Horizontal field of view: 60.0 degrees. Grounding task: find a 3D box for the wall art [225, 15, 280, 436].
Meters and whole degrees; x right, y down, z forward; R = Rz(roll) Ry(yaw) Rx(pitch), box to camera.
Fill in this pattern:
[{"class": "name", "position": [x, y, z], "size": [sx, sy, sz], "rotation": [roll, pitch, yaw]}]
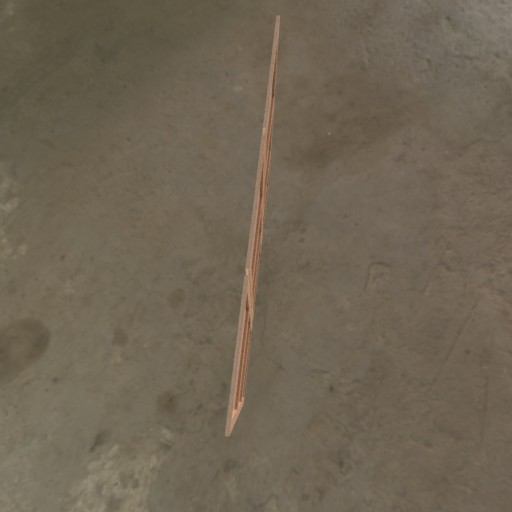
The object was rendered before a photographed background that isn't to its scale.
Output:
[{"class": "wall art", "position": [0.000, 0.000, 2.232], "size": [0.014, 1.507, 1.519], "rotation": [6, 75, 2]}]
